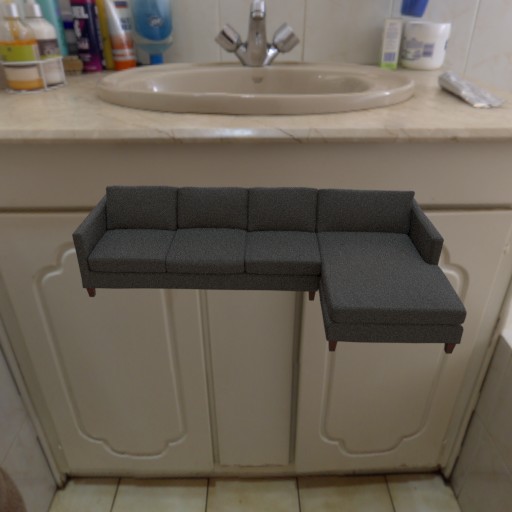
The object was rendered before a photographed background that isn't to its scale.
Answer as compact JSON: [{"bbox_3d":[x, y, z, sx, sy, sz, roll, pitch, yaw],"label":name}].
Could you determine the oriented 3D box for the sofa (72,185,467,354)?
[{"bbox_3d":[0.000,0.000,3.980,3.186,0.846,1.625,1,30,1],"label":"sofa"}]
